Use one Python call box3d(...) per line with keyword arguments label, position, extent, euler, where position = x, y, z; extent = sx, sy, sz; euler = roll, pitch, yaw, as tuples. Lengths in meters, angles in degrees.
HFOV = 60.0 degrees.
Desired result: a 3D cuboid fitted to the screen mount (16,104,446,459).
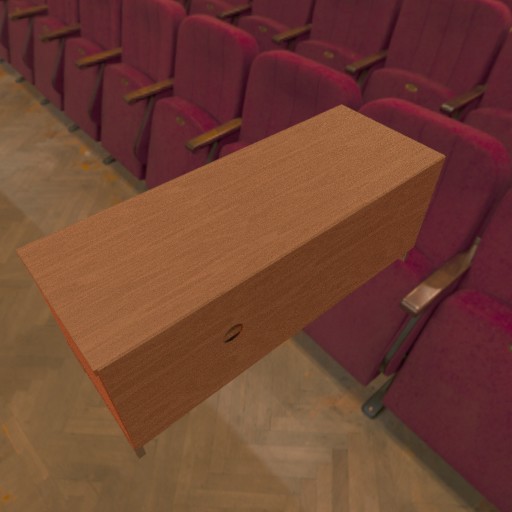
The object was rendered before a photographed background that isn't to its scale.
box3d(label="screen mount", position=(0.000, 0.000, 1.293), extent=(1.084, 0.432, 0.406), euler=(-31, 53, -27))
